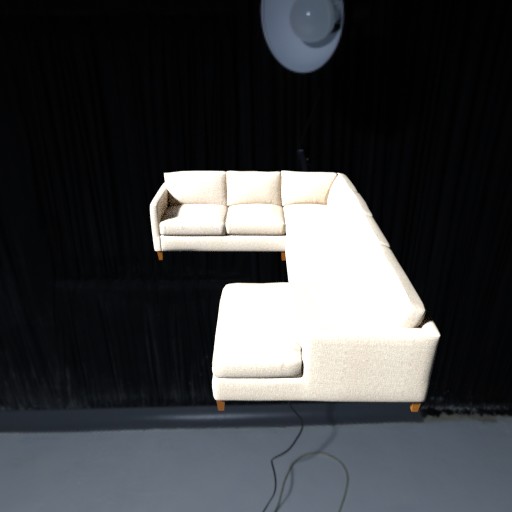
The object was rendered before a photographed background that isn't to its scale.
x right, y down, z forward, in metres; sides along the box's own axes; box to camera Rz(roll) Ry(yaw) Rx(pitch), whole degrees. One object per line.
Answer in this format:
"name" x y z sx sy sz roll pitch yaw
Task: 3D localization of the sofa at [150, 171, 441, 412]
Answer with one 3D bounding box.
"sofa" 0.000 0.000 4.650 2.594 0.961 3.460 0 27 0
